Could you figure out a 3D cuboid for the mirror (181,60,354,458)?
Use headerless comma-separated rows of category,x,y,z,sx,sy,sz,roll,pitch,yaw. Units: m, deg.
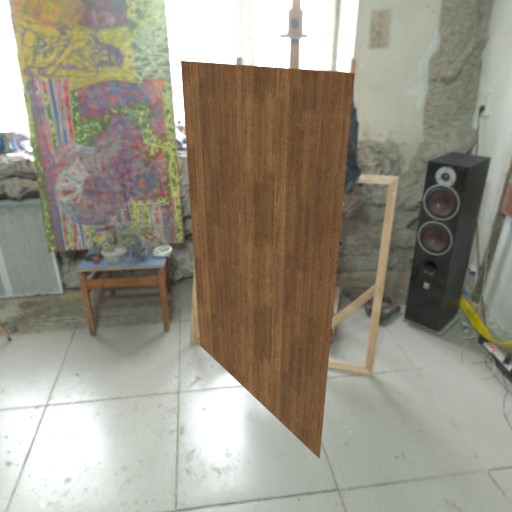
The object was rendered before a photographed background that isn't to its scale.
mirror,0.000,0.000,1.275,0.047,1.010,0.651,-19,32,-33
